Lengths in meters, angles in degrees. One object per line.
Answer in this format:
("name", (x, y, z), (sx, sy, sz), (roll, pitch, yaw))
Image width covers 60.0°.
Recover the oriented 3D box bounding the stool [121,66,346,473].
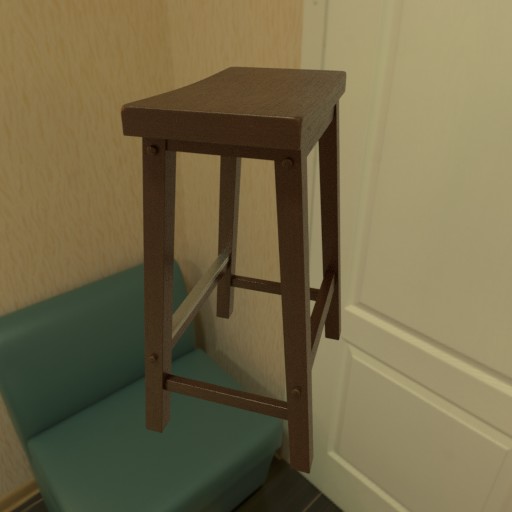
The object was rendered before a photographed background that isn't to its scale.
("stool", (0.000, 0.000, 0.836), (0.322, 0.610, 0.406), (9, 31, 15))
